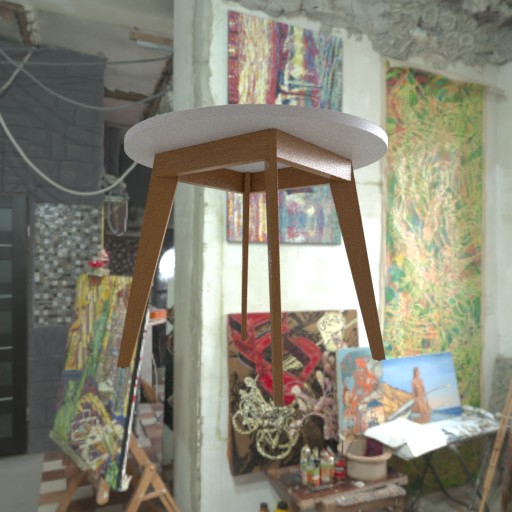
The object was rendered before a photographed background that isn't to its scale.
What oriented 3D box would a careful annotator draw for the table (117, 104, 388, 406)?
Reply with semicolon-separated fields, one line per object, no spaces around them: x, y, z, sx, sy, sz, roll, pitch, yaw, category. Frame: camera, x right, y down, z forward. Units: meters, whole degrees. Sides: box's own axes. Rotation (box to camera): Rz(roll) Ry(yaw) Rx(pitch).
0.000;0.000;1.567;0.896;0.762;0.896;0;-1;0;table
